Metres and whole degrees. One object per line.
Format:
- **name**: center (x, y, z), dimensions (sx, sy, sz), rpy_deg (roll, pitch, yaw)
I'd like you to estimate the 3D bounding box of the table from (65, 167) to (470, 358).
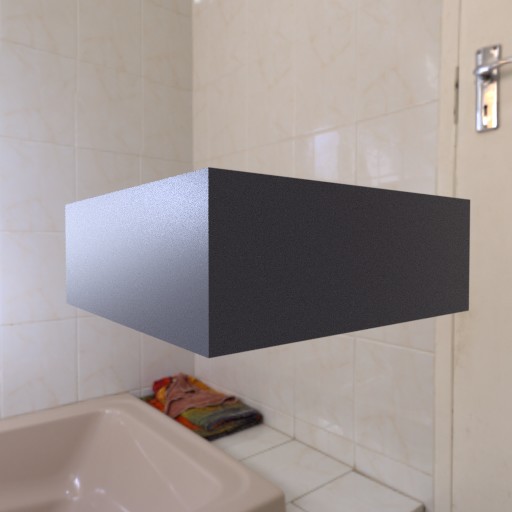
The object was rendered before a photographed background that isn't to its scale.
- **table**: center (0.000, 0.000, 1.237), dimensions (0.801, 0.299, 0.801), rpy_deg (-1, 2, -38)
